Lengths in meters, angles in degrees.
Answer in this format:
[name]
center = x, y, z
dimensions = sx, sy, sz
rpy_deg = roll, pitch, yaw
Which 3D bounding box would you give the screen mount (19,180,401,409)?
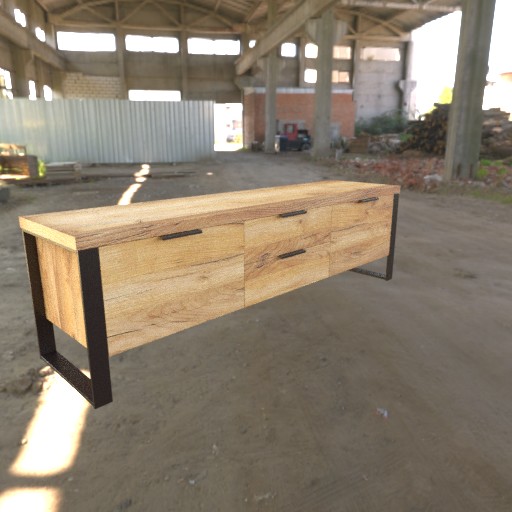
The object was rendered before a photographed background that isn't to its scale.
[screen mount]
center = 0.000, 0.000, 1.711
dimensions = 1.524, 0.450, 0.395
rpy_deg = -15, 21, -43
